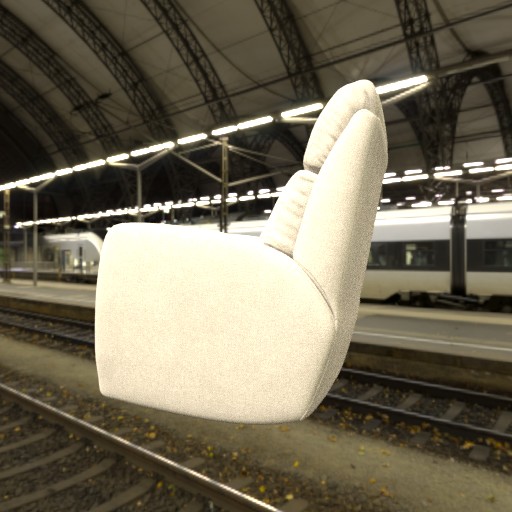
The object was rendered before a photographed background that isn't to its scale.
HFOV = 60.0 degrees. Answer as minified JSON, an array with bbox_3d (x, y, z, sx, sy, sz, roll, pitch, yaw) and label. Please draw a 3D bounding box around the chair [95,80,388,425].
[{"bbox_3d":[0.000,0.000,1.661,0.941,1.015,0.812,0,0,19],"label":"chair"}]
